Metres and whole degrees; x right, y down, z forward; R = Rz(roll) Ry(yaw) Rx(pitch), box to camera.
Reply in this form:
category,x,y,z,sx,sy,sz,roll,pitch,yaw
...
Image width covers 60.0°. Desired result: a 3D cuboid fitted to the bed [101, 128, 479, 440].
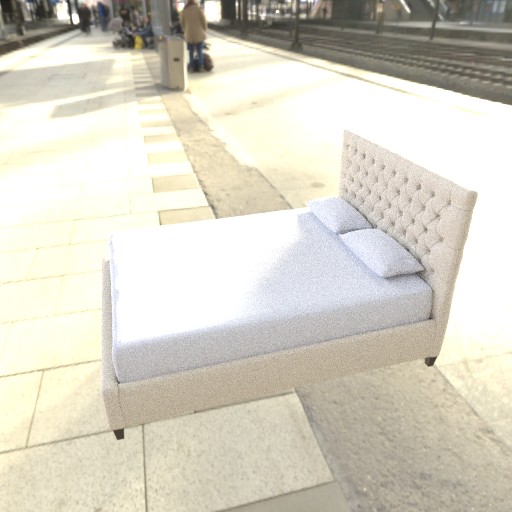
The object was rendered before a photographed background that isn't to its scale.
category,x,y,z,sx,sy,sz,roll,pitch,yaw
bed,0.000,0.000,3.425,2.387,1.427,1.698,-8,30,-15
